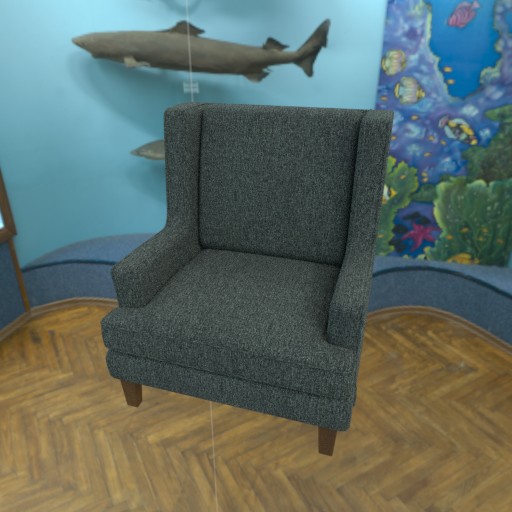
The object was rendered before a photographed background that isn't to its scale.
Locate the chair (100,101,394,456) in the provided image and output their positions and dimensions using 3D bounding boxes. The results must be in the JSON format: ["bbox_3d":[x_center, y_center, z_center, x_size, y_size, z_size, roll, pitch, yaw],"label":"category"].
[{"bbox_3d":[0.000,0.000,1.820,0.942,1.082,0.927,8,27,15],"label":"chair"}]
